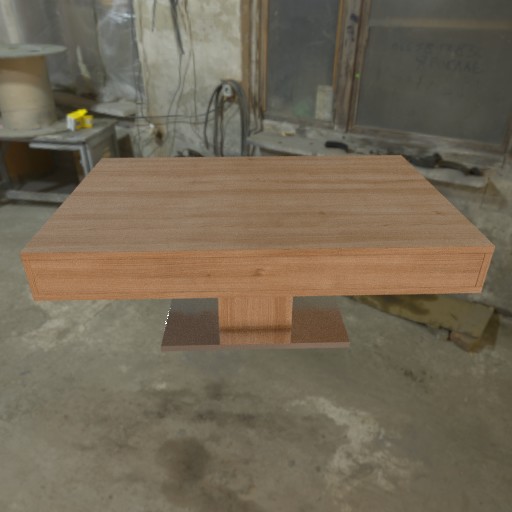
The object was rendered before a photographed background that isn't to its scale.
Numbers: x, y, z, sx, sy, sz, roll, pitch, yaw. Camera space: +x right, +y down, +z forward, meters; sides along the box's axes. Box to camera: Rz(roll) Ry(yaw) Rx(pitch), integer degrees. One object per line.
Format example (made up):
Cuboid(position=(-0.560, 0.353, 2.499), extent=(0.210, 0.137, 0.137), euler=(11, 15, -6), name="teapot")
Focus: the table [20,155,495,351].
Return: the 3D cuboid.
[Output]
Cuboid(position=(0.000, 0.000, 1.436), extent=(1.100, 0.440, 0.700), euler=(-1, 30, -2), name="table")
